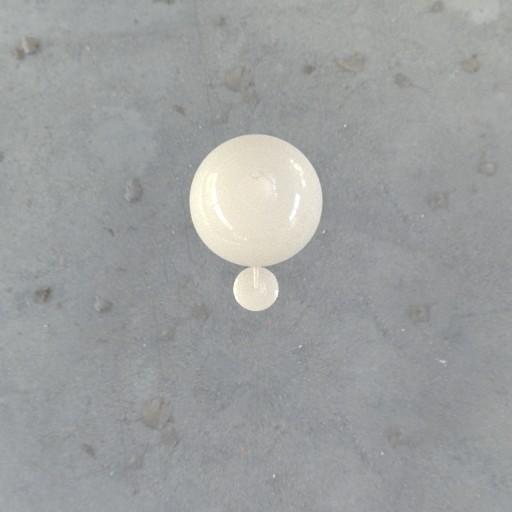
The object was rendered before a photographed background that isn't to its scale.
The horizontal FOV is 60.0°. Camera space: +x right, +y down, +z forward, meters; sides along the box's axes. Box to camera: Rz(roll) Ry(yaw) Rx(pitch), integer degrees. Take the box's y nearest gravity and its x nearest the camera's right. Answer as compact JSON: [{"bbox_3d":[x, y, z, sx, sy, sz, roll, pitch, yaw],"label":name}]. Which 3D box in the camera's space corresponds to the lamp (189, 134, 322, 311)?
[{"bbox_3d":[0.000,0.000,1.654,0.328,1.480,0.328,-8,77,-2],"label":"lamp"}]
